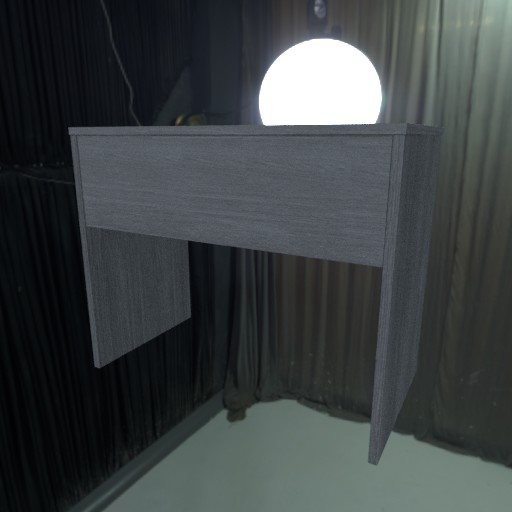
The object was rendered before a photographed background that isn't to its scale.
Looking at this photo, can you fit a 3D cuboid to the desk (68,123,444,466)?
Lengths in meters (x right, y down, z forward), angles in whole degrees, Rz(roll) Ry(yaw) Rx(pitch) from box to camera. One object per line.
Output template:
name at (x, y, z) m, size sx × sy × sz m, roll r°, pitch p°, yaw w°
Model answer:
desk at (0.000, 0.000, 1.300) m, size 0.893 × 0.724 × 0.498 m, roll 8°, pitch 17°, yaw 28°
